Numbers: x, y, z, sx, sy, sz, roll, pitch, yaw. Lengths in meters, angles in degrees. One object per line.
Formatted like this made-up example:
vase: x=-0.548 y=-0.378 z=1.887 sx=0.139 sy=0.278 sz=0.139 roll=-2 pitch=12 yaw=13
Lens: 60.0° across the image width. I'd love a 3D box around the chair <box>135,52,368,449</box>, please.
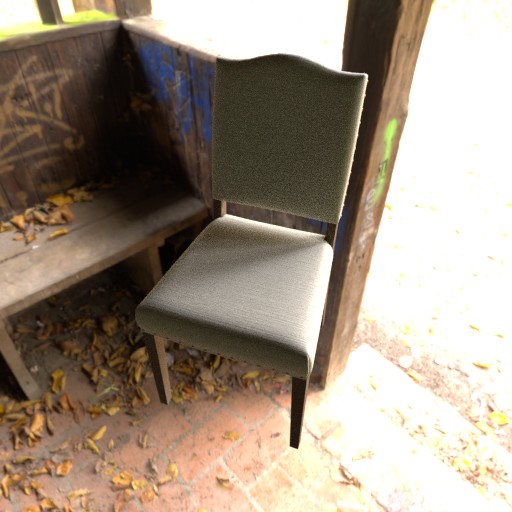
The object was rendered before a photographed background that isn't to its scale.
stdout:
chair: x=0.000 y=0.000 z=1.352 sx=0.508 sy=1.015 sz=0.619 roll=13 pitch=44 yaw=14
